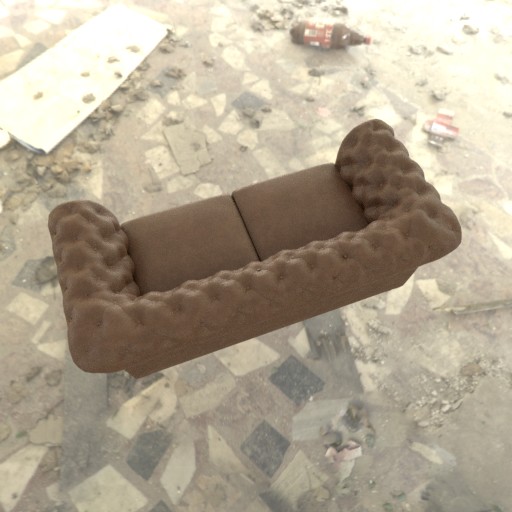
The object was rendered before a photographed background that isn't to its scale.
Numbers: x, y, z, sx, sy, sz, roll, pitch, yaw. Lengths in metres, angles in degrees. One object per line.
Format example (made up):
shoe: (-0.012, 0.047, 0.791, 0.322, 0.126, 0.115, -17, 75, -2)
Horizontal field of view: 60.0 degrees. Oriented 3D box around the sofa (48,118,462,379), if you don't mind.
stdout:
sofa: (0.000, 0.000, 2.561, 2.048, 0.784, 0.955, -18, 61, -10)
